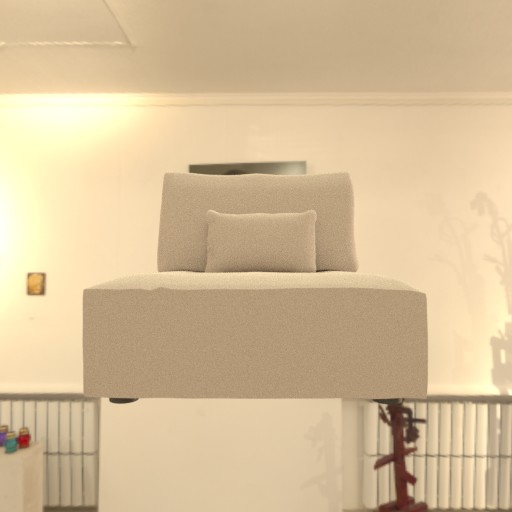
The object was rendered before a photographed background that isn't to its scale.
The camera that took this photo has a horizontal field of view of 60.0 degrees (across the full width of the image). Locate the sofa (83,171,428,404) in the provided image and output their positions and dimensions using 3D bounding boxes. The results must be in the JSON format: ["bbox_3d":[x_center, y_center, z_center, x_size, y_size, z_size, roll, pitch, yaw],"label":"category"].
[{"bbox_3d":[0.000,0.000,1.691,0.935,0.828,1.000,0,-1,1],"label":"sofa"}]
